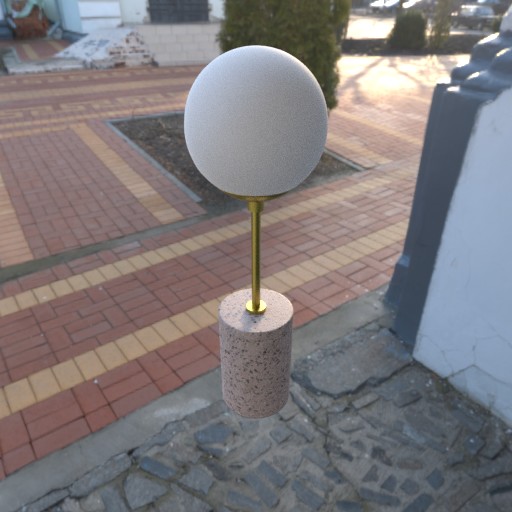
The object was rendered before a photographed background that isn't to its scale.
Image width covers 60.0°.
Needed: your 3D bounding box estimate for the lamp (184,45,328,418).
[{"bbox_3d":[0.000,0.000,0.559,0.153,0.480,0.153,0,30,0],"label":"lamp"}]
